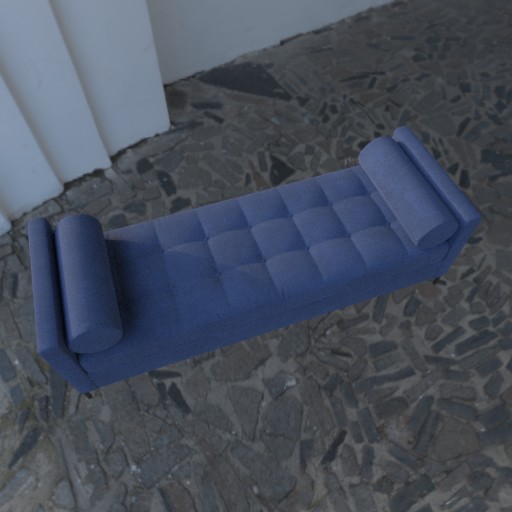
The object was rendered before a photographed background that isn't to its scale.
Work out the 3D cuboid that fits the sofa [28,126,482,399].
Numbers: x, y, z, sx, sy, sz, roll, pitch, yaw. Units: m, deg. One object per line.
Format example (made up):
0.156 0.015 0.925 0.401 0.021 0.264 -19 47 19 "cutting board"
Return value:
0.000 0.000 2.273 1.981 0.635 0.686 -16 57 -11 "sofa"
